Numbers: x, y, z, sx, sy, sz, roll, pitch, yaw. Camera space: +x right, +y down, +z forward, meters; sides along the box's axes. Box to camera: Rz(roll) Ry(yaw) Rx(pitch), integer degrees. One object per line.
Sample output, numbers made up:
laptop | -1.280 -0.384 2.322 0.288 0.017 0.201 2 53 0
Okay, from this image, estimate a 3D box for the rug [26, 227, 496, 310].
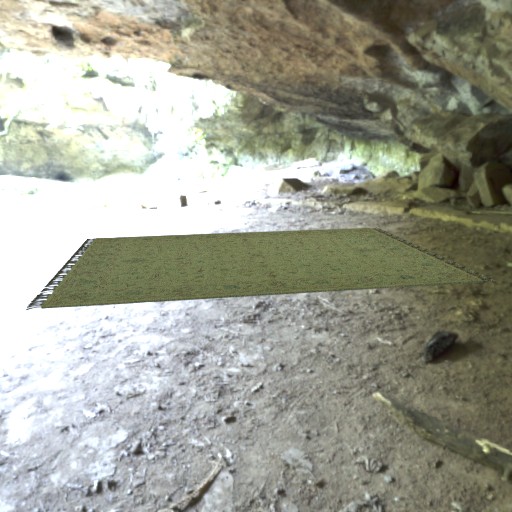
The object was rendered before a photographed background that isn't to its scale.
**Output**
rug | 0.000 0.000 2.966 2.435 0.010 1.544 -3 15 -10
